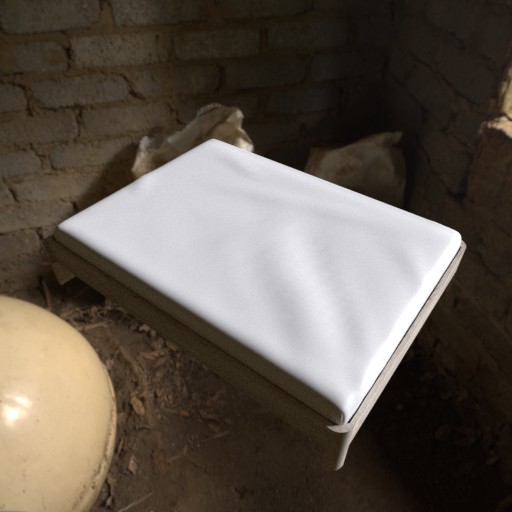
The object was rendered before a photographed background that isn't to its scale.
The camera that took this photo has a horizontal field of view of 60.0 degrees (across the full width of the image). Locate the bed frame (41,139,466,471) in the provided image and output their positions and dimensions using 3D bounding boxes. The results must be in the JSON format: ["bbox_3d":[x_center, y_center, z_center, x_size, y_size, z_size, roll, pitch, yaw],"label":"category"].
[{"bbox_3d":[0.000,0.000,2.609,1.950,0.462,1.490,27,48,27],"label":"bed frame"}]
